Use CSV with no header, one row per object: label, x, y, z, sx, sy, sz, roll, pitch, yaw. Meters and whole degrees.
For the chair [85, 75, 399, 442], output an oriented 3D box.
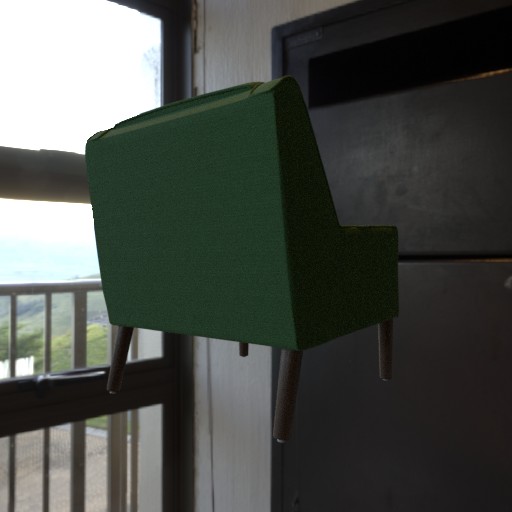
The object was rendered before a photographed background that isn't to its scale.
chair,0.000,0.000,1.342,0.663,0.792,0.743,-1,-1,36
